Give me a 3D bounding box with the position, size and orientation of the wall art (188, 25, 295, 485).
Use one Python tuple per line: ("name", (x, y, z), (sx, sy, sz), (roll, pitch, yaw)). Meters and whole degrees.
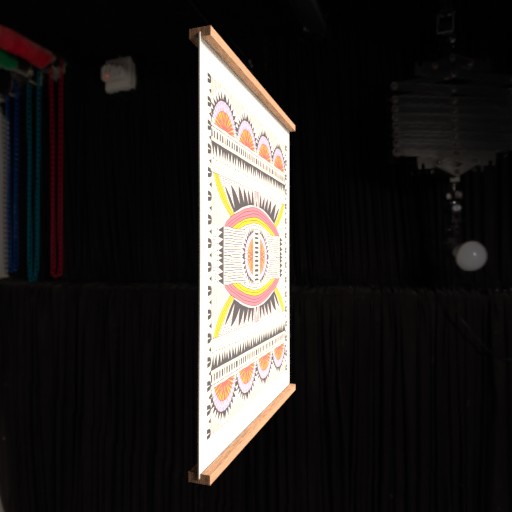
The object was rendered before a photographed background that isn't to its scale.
("wall art", (0.000, 0.000, 0.701), (0.028, 0.527, 0.403), (0, -1, 19))
